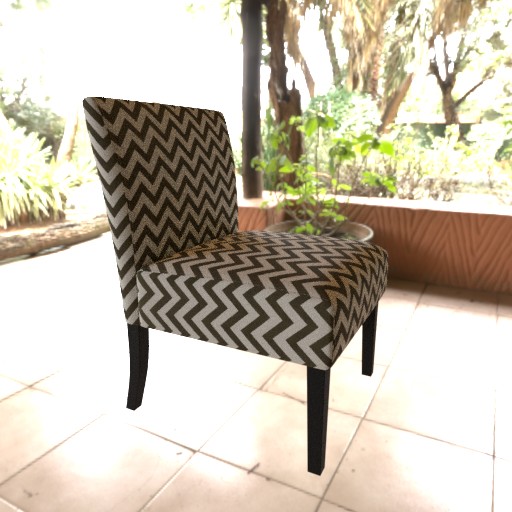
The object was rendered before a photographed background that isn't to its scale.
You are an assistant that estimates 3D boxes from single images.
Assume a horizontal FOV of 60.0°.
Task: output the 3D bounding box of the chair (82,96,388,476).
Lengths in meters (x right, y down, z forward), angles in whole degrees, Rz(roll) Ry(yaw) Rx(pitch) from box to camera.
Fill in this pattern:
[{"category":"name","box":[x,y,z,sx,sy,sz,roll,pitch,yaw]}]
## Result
[{"category":"chair","box":[0.000,0.000,1.254,0.648,0.838,0.589,7,16,26]}]
